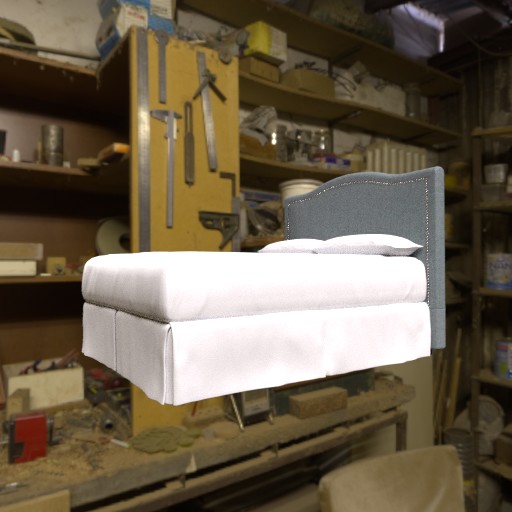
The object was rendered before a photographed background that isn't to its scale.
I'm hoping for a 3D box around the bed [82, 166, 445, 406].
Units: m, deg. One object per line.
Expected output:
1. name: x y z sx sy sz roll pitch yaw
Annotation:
1. bed: 0.000 0.000 3.310 2.143 1.460 1.753 1 -1 -35
